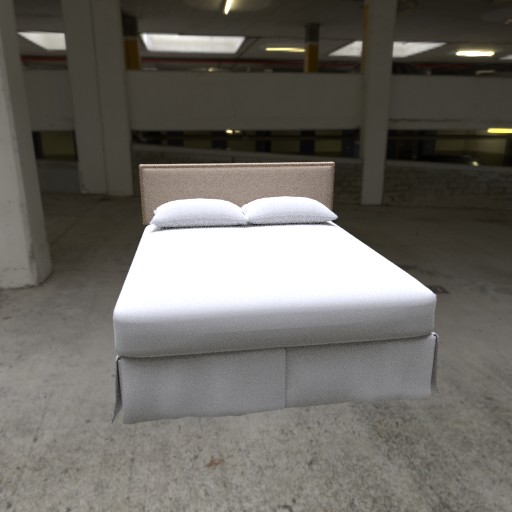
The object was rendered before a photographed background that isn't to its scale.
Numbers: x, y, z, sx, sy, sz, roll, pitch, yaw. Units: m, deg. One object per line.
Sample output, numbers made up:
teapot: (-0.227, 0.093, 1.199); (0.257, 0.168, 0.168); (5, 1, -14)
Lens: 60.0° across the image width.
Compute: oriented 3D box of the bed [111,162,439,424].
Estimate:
bed: (0.000, 0.000, 2.855); (1.616, 1.016, 1.876); (-3, 17, -8)
